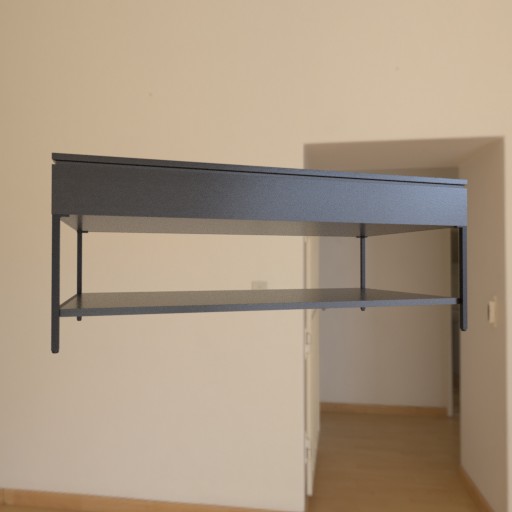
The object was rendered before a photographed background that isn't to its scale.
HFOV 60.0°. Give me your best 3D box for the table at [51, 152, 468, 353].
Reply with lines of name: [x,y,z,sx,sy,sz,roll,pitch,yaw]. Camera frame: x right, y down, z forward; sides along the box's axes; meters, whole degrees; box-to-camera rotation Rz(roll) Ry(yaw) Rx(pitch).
table: [0.000,0.000,1.386,1.095,0.435,0.574,0,-1,-17]
